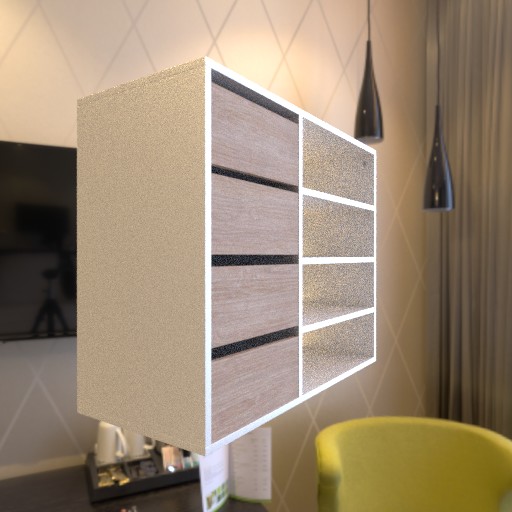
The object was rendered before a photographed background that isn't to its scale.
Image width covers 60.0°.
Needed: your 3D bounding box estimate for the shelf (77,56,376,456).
[{"bbox_3d":[0.000,0.000,1.289,0.396,0.732,0.895,0,0,35],"label":"shelf"}]
